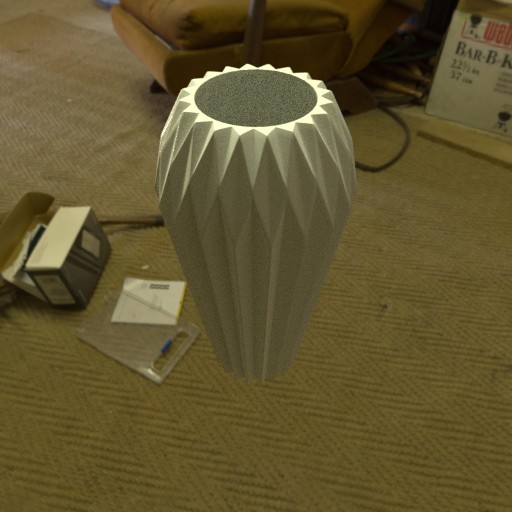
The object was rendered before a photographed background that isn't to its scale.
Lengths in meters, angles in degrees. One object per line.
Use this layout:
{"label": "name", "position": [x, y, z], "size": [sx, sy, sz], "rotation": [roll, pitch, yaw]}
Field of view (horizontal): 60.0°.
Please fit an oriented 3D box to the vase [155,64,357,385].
{"label": "vase", "position": [0.000, 0.000, 0.347], "size": [0.133, 0.263, 0.133], "rotation": [0, 46, 0]}
